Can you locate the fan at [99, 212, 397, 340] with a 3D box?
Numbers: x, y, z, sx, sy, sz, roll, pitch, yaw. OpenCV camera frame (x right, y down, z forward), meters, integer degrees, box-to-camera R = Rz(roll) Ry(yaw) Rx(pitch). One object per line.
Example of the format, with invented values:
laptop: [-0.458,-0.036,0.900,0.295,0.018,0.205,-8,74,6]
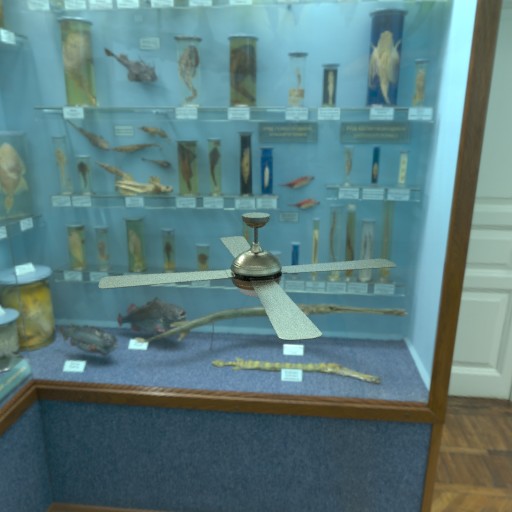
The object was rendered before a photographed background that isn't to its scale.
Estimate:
fan: [0.000,0.000,2.030,1.321,0.381,1.321,2,17,8]
